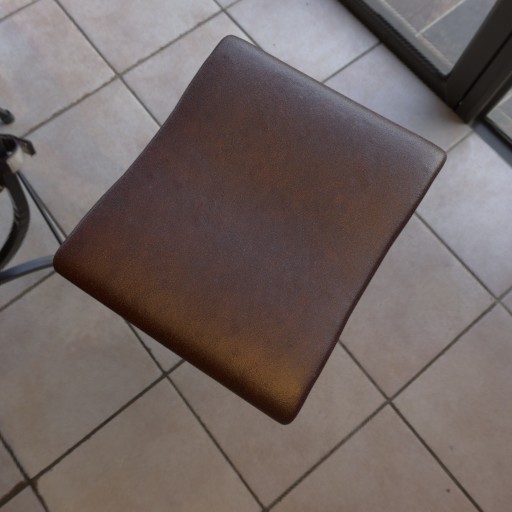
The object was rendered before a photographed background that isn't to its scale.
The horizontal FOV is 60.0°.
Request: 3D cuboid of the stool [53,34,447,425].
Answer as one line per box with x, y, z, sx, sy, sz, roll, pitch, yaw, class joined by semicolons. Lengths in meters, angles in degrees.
0.000;0.000;0.912;0.397;0.608;0.465;32;78;8;stool
